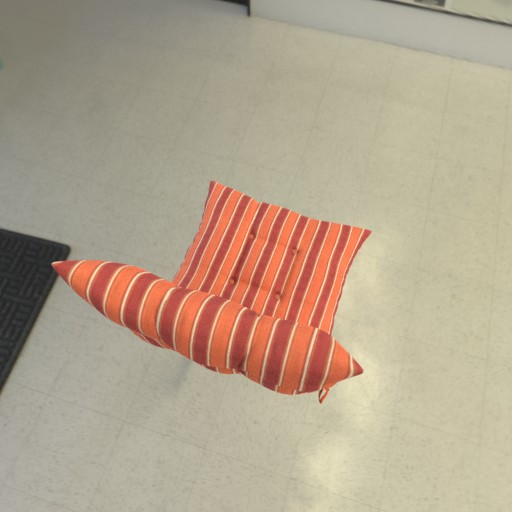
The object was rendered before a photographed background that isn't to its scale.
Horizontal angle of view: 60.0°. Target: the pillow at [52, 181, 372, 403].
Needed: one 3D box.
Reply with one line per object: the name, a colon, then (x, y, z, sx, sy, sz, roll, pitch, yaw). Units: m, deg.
pillow: (0.000, 0.000, 0.998, 0.541, 0.536, 0.585, 18, 65, 9)
